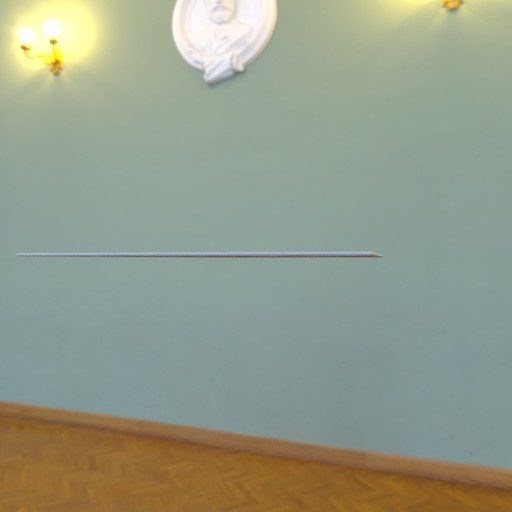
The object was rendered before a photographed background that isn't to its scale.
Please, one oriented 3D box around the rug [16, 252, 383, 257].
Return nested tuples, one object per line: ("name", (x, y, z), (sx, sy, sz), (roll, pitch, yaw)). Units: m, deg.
("rug", (0.000, 0.000, 2.813), (1.528, 0.014, 2.294), (0, 0, 17))
